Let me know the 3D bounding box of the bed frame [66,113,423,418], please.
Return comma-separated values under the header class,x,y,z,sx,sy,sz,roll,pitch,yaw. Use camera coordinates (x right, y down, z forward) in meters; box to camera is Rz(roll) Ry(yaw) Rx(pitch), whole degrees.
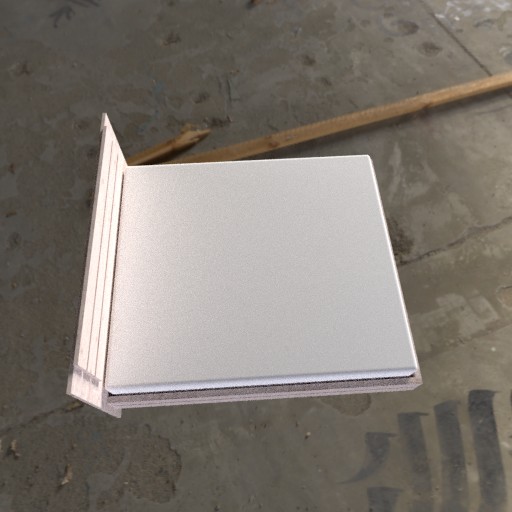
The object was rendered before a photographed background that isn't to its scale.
class,x,y,z,sx,sy,sz,roll,pitch,yaw
bed frame,0.000,0.000,3.173,2.080,0.970,1.950,-3,63,-2
